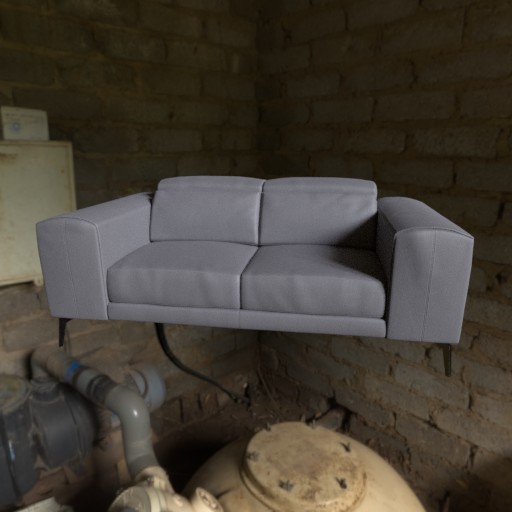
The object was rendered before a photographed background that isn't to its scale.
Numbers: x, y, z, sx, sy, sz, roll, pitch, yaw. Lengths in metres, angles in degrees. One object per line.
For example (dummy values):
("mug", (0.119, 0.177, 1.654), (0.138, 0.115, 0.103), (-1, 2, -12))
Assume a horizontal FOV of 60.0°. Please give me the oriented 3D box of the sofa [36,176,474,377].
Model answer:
("sofa", (0.000, 0.000, 2.372), (1.895, 0.779, 1.003), (2, 15, 9))
